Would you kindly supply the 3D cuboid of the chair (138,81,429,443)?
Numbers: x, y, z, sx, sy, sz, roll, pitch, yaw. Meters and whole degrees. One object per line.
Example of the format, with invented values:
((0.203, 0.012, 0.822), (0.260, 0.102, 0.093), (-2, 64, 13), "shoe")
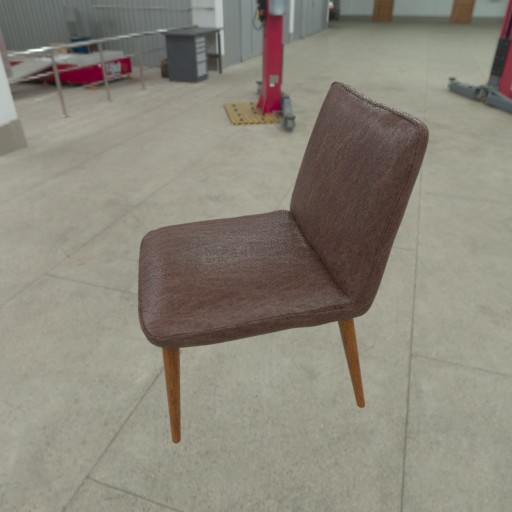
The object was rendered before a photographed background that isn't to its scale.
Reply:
((0.000, 0.000, 1.196), (0.645, 0.803, 0.543), (-9, 32, -14), "chair")
